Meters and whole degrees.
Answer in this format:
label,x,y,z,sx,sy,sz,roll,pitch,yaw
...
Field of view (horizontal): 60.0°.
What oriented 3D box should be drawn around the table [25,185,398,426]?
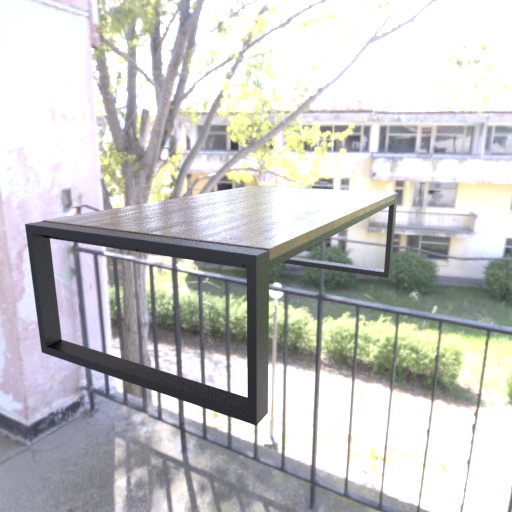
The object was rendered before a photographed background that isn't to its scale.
label,x,y,z,sx,sy,sz,roll,pitch,yaw
table,0.000,0.000,1.701,0.750,0.400,1.350,8,16,28
